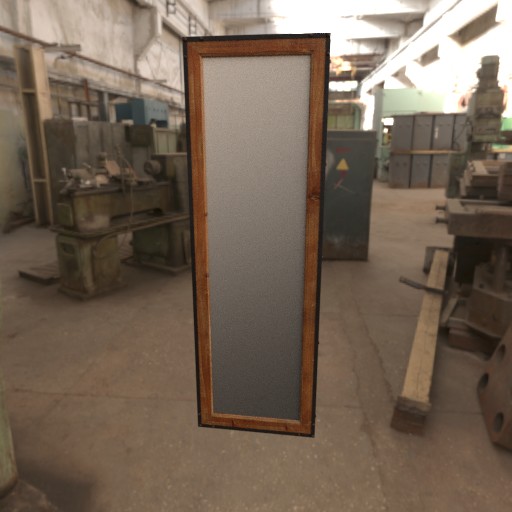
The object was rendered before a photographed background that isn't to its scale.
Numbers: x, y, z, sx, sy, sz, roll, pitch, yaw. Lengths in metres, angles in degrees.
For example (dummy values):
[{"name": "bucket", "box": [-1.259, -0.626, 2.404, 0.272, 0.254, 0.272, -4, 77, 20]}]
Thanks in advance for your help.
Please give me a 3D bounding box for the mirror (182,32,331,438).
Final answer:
[{"name": "mirror", "box": [0.000, 0.000, 1.187, 0.354, 1.080, 0.042, 2, 16, 8]}]
